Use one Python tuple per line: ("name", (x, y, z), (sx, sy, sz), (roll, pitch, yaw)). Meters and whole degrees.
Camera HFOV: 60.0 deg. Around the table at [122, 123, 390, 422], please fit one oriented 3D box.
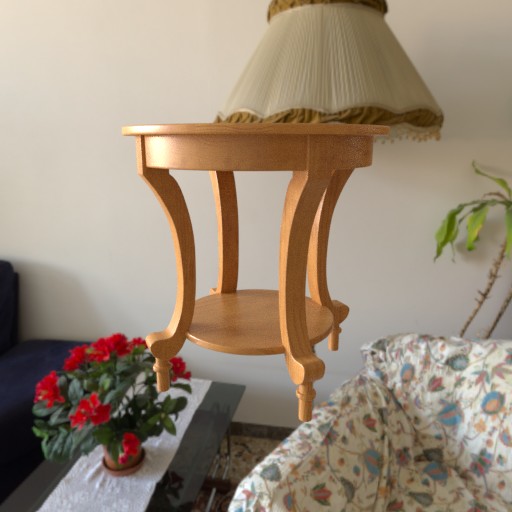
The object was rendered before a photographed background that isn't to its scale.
("table", (0.000, 0.000, 1.103), (0.597, 0.612, 0.597), (0, 15, 0))
